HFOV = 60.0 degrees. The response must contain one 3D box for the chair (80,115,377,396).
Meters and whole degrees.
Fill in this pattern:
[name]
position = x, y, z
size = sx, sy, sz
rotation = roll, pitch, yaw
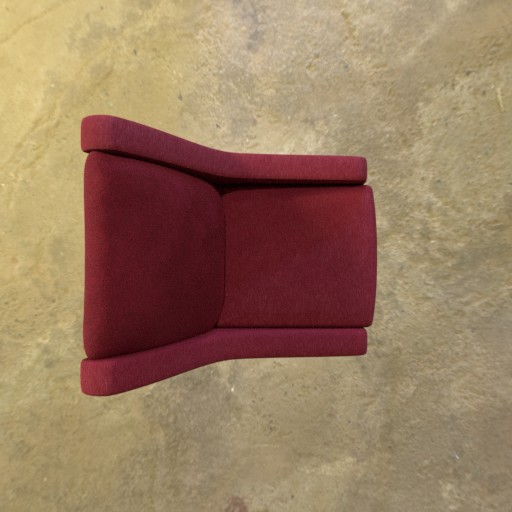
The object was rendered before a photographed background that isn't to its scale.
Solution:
[chair]
position = 0.000, 0.000, 1.715
size = 0.985, 1.017, 0.793
rotation = 0, 90, 0
